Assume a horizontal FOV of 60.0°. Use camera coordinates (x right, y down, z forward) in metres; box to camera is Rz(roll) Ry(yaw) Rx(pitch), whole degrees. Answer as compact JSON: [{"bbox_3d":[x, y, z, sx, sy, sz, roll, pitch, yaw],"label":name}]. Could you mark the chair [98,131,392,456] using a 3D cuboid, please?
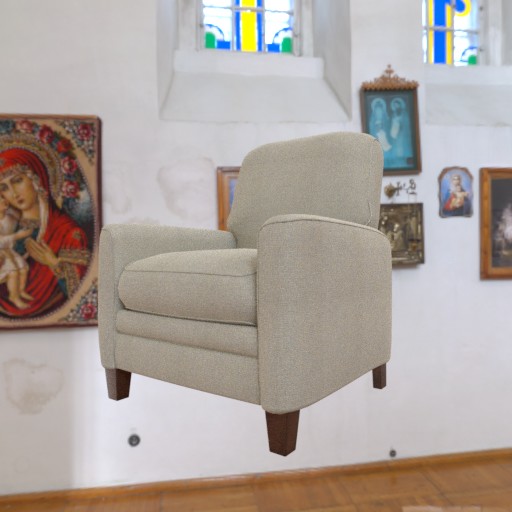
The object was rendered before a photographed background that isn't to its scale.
[{"bbox_3d":[0.000,0.000,1.643,0.850,1.006,0.853,1,1,36],"label":"chair"}]
